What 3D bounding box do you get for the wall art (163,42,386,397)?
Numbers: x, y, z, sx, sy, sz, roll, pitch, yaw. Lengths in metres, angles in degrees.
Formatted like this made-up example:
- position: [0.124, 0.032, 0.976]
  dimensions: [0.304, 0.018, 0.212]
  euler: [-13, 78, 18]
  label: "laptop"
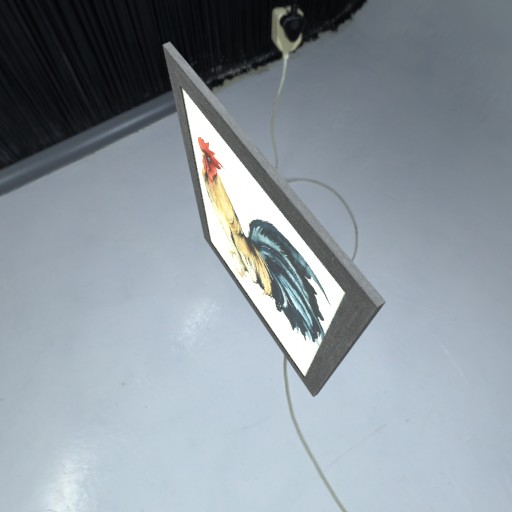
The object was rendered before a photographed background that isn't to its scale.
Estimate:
- position: [0.000, 0.000, 0.803]
  dimensions: [0.013, 0.570, 0.476]
  euler: [-30, 67, -14]
  label: "wall art"
